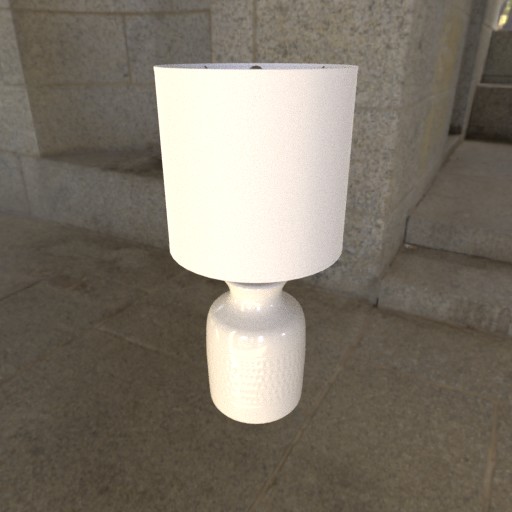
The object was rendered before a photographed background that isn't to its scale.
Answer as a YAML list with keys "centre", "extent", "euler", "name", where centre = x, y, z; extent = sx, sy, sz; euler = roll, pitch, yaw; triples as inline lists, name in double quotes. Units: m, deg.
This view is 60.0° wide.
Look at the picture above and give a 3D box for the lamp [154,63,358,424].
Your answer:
- centre: [0.000, 0.000, 0.497]
  extent: [0.188, 0.392, 0.188]
  euler: [0, 25, 1]
  name: "lamp"
